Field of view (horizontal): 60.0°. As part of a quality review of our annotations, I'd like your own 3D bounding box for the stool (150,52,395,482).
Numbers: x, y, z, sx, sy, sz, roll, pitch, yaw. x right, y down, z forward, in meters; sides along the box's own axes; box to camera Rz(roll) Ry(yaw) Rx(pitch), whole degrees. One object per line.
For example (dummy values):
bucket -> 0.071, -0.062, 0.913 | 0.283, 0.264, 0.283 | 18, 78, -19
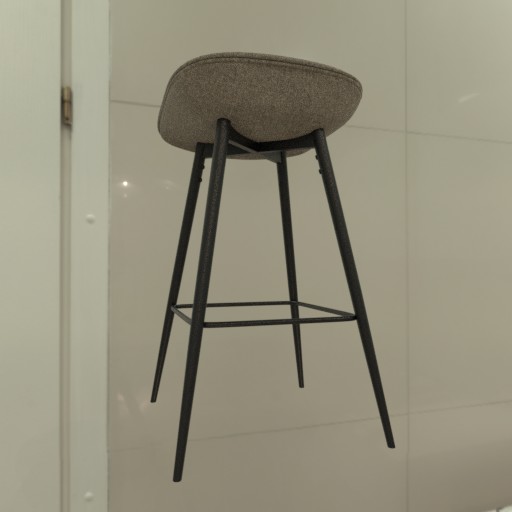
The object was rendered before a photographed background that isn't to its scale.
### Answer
stool -> 0.000, 0.000, 1.094 | 0.469, 0.814, 0.480 | 0, -1, -18
